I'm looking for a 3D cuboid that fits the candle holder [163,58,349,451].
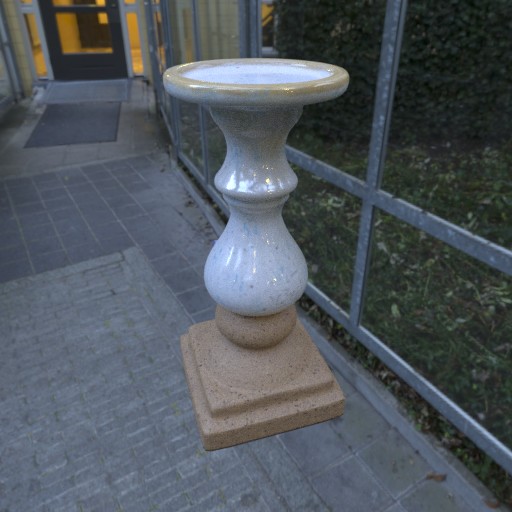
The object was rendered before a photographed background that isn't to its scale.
[{"bbox_3d":[0.000,0.000,0.305,0.110,0.239,0.110,-9,32,-15],"label":"candle holder"}]
